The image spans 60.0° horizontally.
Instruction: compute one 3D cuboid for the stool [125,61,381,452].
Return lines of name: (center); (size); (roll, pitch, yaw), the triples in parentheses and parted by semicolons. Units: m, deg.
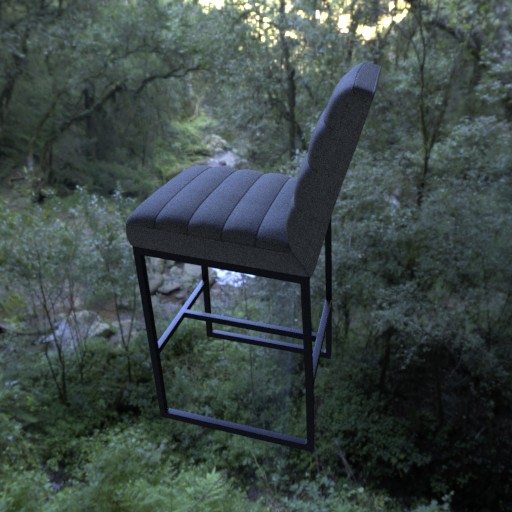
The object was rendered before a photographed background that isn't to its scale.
stool: (0.000, 0.000, 1.303); (0.571, 1.034, 0.459); (8, 30, 13)
